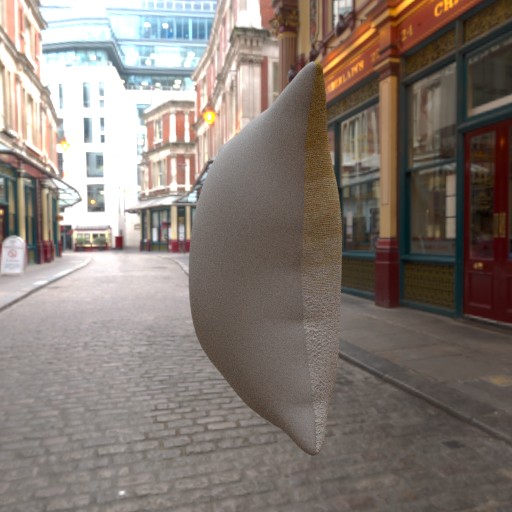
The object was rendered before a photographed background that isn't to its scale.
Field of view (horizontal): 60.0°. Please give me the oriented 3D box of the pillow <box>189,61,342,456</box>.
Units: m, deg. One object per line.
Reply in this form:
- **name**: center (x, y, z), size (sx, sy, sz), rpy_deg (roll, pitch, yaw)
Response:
- **pillow**: center (0.000, 0.000, 0.712), size (0.211, 0.450, 0.450), rpy_deg (0, 2, -18)
